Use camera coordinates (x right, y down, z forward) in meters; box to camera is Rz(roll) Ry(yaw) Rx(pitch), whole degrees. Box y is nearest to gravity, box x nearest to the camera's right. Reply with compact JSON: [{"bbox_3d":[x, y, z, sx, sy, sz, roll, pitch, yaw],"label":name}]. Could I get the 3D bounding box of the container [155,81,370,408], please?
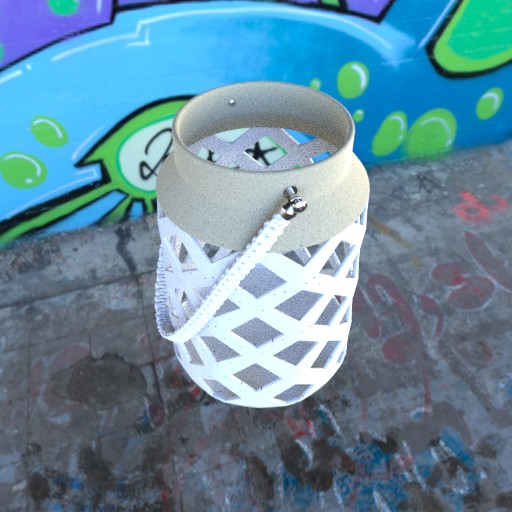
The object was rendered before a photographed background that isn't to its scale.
[{"bbox_3d":[0.000,0.000,0.398,0.198,0.264,0.188,-14,48,-13],"label":"container"}]
